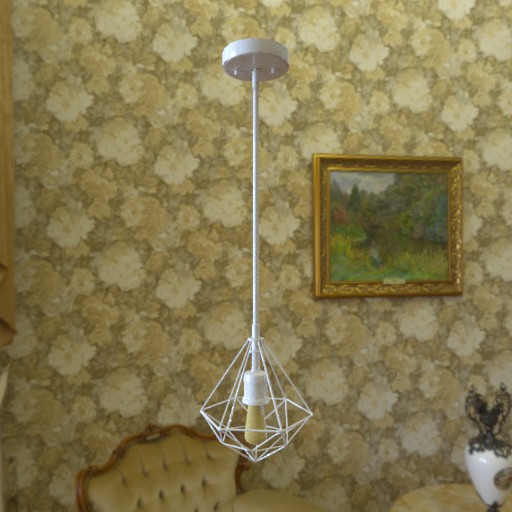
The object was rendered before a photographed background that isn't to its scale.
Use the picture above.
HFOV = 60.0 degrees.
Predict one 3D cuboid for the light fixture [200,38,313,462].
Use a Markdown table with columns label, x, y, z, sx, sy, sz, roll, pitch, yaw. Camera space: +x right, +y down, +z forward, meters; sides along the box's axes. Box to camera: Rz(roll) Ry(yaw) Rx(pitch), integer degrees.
| label | x | y | z | sx | sy | sz | roll | pitch | yaw |
| --- | --- | --- | --- | --- | --- | --- | --- | --- | --- |
| light fixture | 0.000 | 0.000 | 1.924 | 0.431 | 1.764 | 0.487 | -1 | -2 | 36 |
